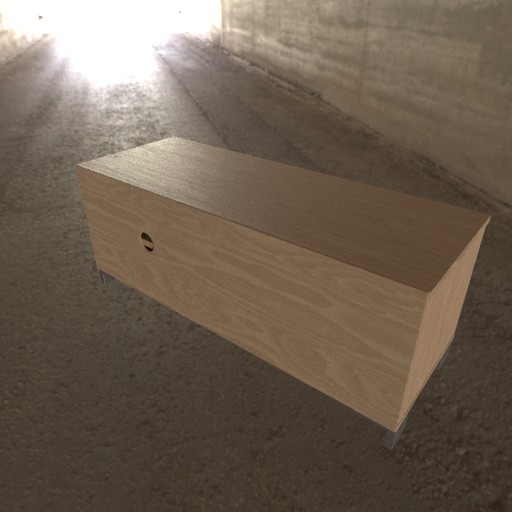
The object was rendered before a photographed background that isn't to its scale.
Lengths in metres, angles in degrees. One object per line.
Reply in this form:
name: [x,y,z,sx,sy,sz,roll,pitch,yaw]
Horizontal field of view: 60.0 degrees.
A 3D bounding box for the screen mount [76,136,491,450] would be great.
screen mount: [0.000,0.000,1.299,1.084,0.432,0.406,22,37,32]
